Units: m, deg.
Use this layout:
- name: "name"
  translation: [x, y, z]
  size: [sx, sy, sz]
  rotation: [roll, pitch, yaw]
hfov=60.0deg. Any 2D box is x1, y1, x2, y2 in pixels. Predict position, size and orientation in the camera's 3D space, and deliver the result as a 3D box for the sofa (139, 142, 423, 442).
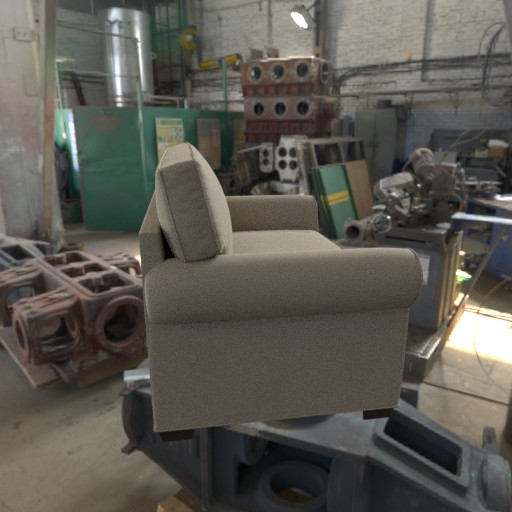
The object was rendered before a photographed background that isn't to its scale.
- name: "sofa"
  translation: [0.000, 0.000, 2.089]
  size: [0.937, 1.006, 1.405]
  rotation: [-3, 17, -9]
